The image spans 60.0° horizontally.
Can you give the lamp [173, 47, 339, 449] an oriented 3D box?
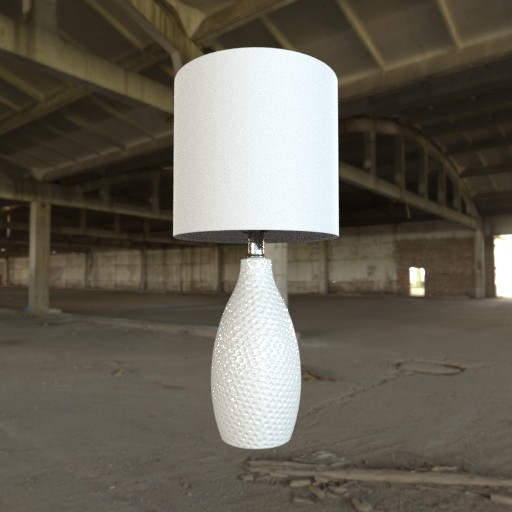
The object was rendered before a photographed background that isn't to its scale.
[{"bbox_3d":[0.000,0.000,0.584,0.214,0.466,0.214,-2,-3,38],"label":"lamp"}]
